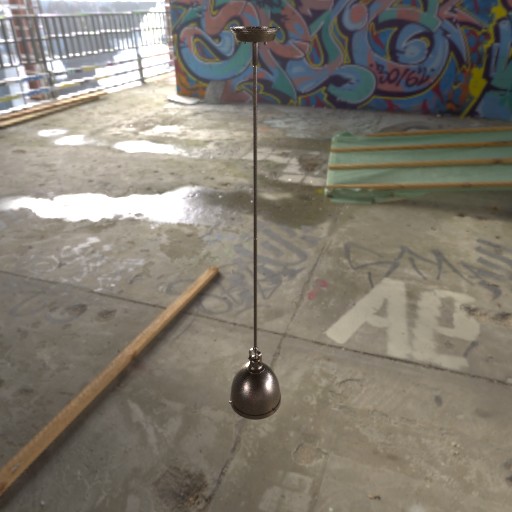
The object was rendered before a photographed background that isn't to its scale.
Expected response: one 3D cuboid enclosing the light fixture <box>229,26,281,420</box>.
[{"bbox_3d":[0.000,0.000,1.492,0.217,1.367,0.211,22,37,33],"label":"light fixture"}]
